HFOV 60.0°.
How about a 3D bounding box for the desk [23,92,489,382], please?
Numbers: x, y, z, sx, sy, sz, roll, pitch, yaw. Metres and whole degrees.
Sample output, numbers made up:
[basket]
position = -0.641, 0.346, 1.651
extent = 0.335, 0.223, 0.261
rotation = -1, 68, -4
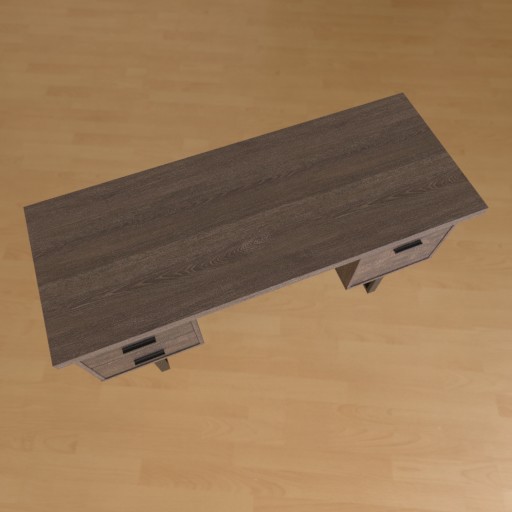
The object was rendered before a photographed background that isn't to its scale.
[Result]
[desk]
position = 0.000, 0.000, 1.898
extent = 1.524, 0.760, 0.600
rotation = -19, 65, -9
